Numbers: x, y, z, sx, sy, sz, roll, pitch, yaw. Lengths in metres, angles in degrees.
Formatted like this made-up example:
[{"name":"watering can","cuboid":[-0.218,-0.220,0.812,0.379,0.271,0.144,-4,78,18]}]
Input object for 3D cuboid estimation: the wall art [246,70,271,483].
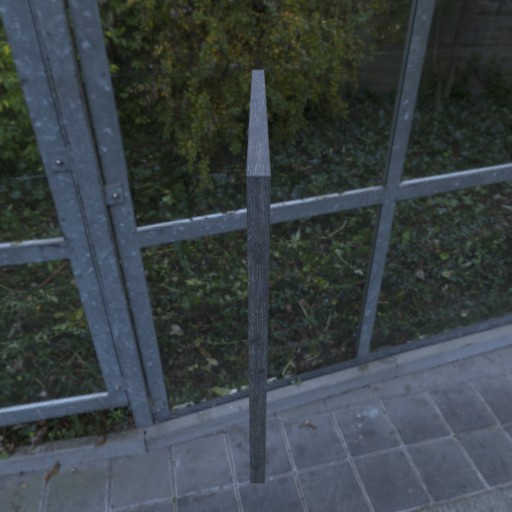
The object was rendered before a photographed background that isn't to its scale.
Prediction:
[{"name":"wall art","cuboid":[0.000,0.000,0.689,0.027,0.459,0.462,0,33,0]}]
